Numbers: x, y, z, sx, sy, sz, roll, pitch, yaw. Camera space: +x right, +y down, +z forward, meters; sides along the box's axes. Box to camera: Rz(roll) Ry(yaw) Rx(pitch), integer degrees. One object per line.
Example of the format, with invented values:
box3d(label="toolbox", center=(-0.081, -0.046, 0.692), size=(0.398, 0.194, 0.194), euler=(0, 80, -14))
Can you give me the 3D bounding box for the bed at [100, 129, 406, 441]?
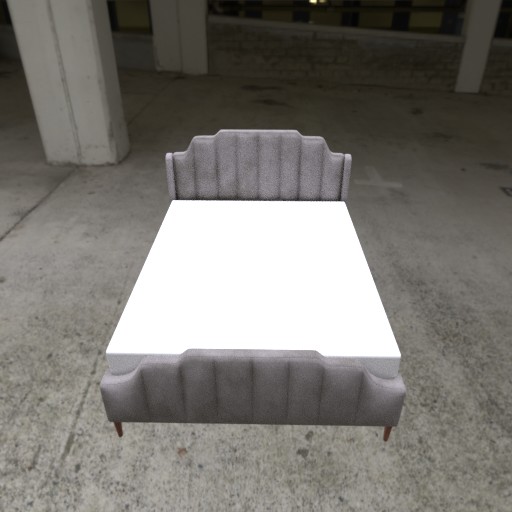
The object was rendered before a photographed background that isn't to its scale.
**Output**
box3d(label="bed", center=(0.000, 0.000, 3.285), size=(1.676, 1.245, 2.340), euler=(1, 31, 1))
